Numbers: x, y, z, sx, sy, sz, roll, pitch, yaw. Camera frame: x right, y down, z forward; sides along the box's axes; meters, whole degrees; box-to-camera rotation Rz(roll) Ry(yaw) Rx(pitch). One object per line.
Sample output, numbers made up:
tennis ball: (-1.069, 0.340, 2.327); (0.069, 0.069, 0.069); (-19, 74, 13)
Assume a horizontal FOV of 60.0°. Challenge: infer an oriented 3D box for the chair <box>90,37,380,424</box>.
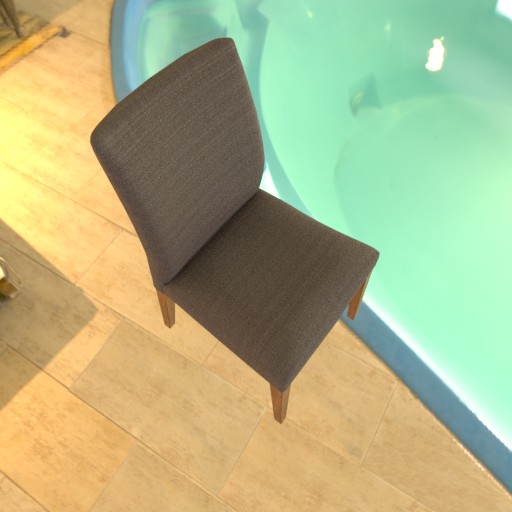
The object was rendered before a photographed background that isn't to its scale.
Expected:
chair: (0.000, 0.000, 1.265); (0.585, 0.940, 0.496); (33, 65, 18)
